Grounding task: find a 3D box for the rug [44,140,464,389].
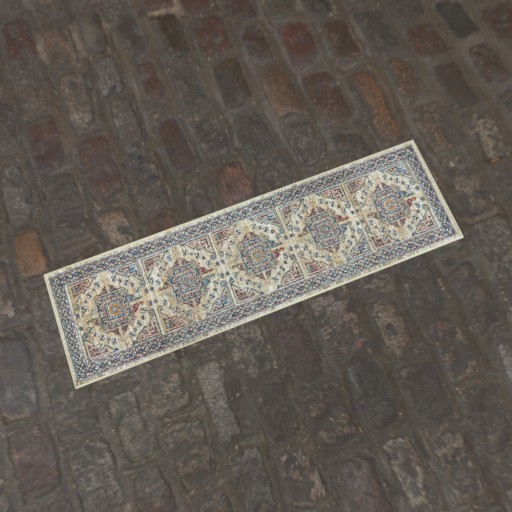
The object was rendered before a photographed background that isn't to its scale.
[{"bbox_3d":[0.000,0.000,2.512,2.297,0.013,0.661,-21,77,-5],"label":"rug"}]
